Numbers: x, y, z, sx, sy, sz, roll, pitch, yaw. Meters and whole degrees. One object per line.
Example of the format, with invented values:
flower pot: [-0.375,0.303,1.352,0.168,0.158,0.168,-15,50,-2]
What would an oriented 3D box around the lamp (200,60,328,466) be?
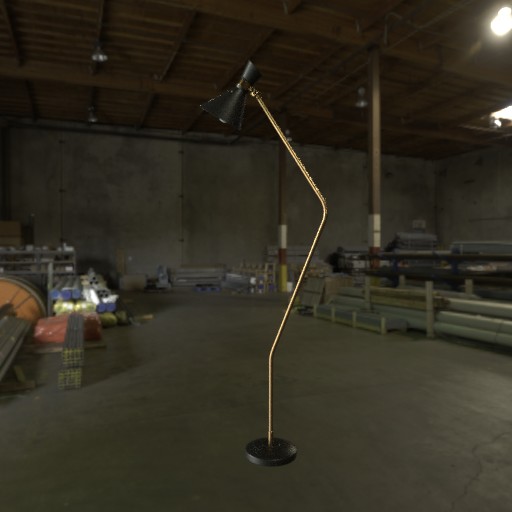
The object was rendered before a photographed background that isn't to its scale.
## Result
lamp: [0.000,0.000,1.598,0.277,1.438,0.467,0,1,-36]
